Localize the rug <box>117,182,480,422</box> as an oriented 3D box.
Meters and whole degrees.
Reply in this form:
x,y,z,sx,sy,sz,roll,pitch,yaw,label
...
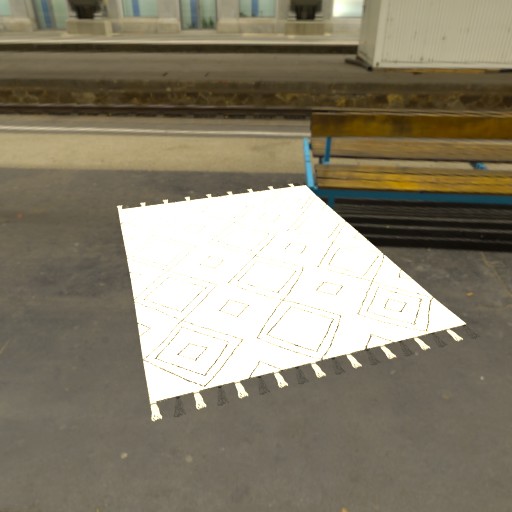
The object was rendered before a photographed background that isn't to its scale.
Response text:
x,y,z,sx,sy,sz,roll,pitch,yaw,label
0.000,0.000,4.190,2.342,0.026,3.221,-10,32,-16,rug
